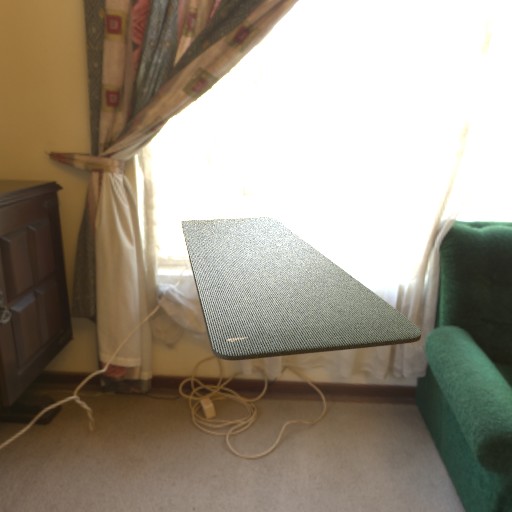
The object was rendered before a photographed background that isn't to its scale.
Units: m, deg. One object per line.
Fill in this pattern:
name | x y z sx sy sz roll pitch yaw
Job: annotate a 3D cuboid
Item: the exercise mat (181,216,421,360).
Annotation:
exercise mat | 0.000 0.000 2.082 0.616 0.021 1.869 -3 16 -12
